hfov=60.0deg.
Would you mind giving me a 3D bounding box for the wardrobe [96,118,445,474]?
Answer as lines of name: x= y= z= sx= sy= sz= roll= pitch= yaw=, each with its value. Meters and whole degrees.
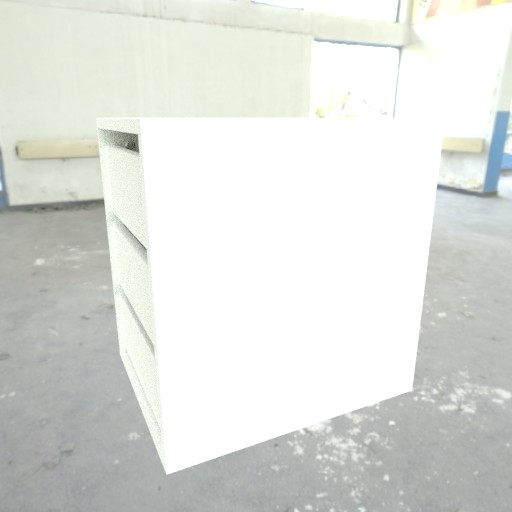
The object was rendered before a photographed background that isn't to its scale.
wardrobe: x=0.000 y=0.000 z=0.875 sx=0.500 sy=0.520 sz=0.400 roll=-8 pitch=19 yaw=-25
